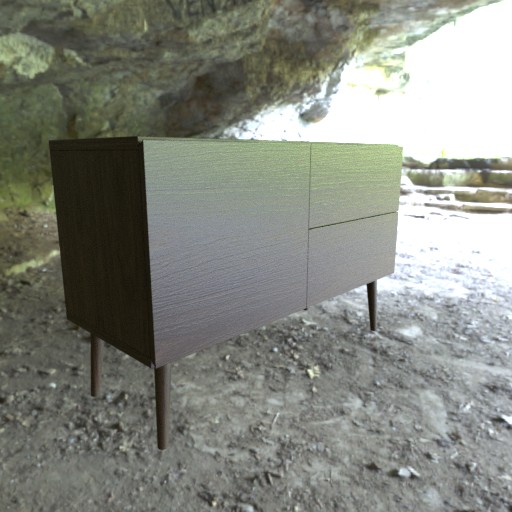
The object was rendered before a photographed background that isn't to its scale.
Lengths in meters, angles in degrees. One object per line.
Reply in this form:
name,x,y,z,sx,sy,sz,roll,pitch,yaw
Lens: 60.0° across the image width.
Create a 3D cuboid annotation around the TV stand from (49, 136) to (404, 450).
TV stand,0.000,0.000,1.329,0.405,0.660,0.990,12,18,42
